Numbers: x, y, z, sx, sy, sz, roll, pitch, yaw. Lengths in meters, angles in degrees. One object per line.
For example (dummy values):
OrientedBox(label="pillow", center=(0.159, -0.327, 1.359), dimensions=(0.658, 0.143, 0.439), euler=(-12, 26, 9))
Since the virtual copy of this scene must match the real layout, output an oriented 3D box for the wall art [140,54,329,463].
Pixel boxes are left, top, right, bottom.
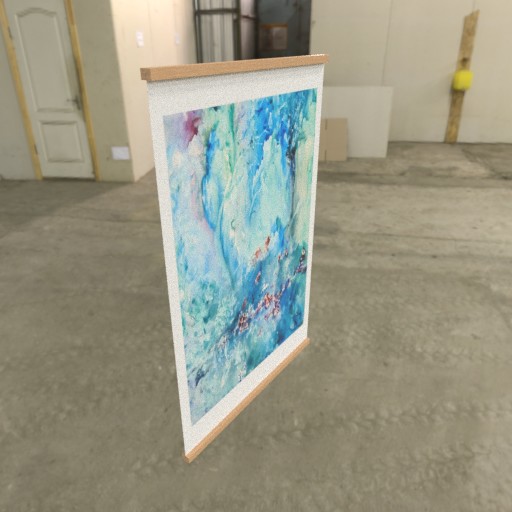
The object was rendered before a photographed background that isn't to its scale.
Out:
OrientedBox(label="wall art", center=(0.000, 0.000, 0.754), dimensions=(0.016, 0.611, 0.401), euler=(18, 32, 32))
